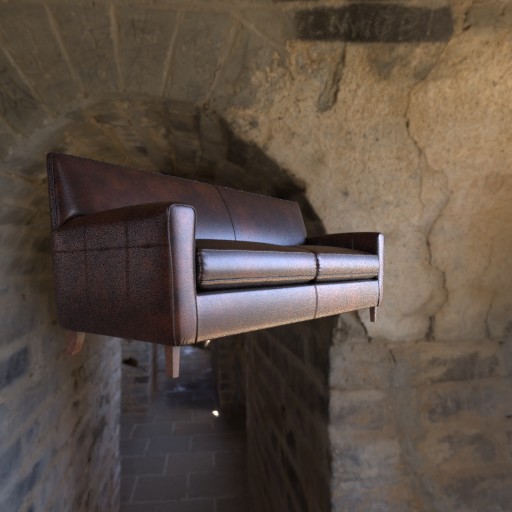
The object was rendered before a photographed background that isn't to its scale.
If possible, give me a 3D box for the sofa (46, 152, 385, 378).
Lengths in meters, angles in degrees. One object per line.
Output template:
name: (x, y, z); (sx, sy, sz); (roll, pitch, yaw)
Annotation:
sofa: (0.000, 0.000, 2.462); (0.786, 0.871, 1.995); (-1, -1, 37)
